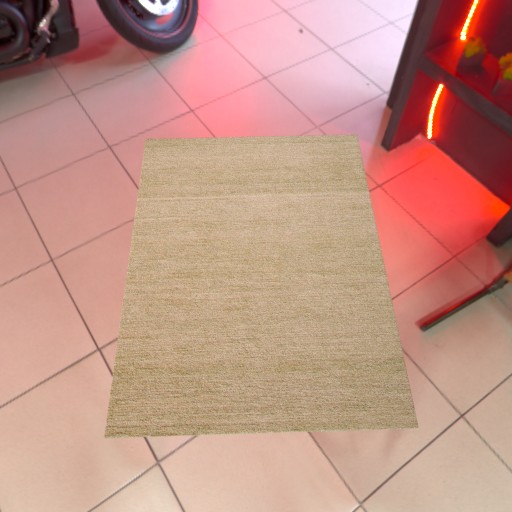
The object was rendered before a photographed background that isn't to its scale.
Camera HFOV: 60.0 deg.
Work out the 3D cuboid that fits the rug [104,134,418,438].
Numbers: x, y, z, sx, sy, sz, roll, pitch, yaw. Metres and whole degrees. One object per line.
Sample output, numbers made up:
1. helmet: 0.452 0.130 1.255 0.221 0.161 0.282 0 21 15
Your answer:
1. rug: 0.000 0.000 4.247 2.425 0.016 3.198 -1 59 -1
